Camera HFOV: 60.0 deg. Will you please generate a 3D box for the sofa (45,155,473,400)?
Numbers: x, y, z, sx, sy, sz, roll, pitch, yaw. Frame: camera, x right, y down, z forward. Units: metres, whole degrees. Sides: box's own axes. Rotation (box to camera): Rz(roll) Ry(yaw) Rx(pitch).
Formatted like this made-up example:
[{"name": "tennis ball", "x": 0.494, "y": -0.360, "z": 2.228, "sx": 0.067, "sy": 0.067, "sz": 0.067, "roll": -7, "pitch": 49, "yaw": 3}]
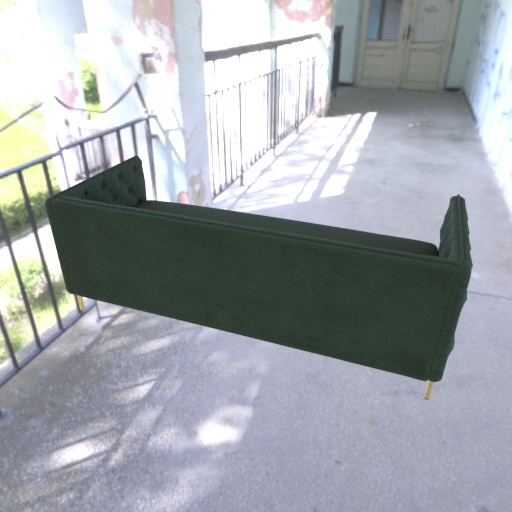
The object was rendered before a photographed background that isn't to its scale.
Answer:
[{"name": "sofa", "x": 0.000, "y": 0.000, "z": 2.626, "sx": 2.209, "sy": 0.771, "sz": 0.895, "roll": 10, "pitch": 31, "yaw": 18}]
